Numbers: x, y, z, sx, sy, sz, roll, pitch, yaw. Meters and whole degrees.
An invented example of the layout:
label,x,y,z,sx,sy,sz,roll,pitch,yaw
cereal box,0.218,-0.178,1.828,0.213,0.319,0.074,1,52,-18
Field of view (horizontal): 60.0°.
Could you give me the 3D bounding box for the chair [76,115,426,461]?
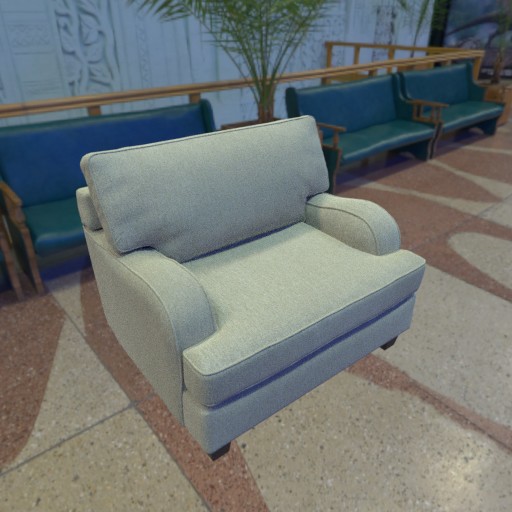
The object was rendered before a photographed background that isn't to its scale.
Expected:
label,x,y,z,sx,sy,sz,roll,pitch,yaw
chair,0.000,0.000,2.016,1.220,1.016,1.041,-21,35,-32
